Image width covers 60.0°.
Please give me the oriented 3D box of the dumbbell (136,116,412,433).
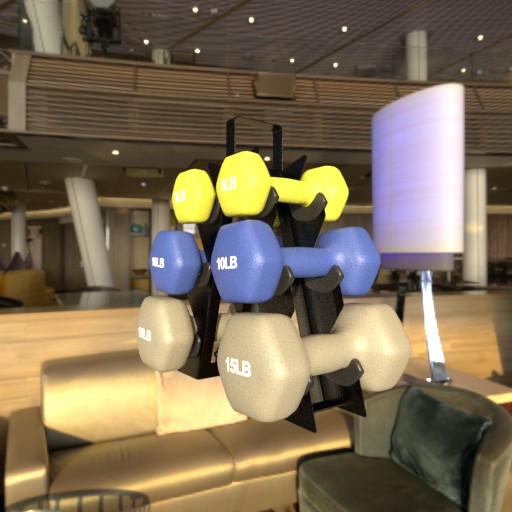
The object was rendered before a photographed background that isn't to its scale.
[{"bbox_3d":[0.000,0.000,0.705,0.261,0.426,0.416,0,-1,-36],"label":"dumbbell"}]
